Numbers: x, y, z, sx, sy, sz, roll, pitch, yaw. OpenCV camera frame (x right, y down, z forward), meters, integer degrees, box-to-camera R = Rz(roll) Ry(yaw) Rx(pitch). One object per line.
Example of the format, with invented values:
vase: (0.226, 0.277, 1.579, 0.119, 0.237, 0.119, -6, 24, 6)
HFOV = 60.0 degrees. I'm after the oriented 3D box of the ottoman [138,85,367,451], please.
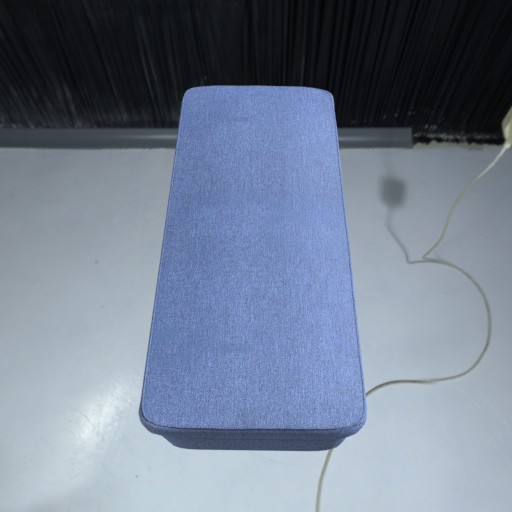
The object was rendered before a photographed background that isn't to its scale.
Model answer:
ottoman: (0.000, 0.000, 1.400, 0.515, 0.460, 1.110, 1, 60, 0)
